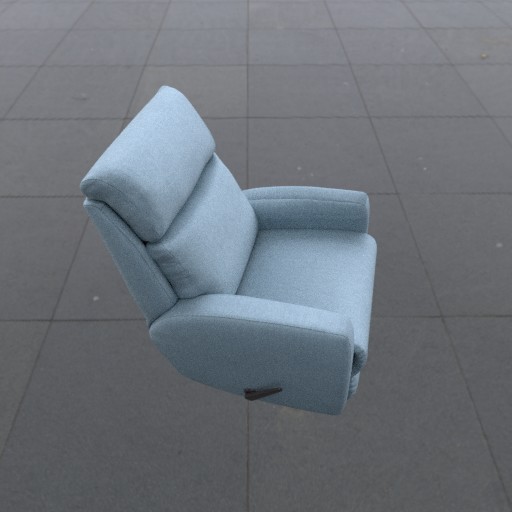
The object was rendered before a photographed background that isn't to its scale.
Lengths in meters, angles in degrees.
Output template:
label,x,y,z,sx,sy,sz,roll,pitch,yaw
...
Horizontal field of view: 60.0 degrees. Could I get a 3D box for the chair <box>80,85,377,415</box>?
label,x,y,z,sx,sy,sz,roll,pitch,yaw
chair,0.000,0.000,1.698,0.940,1.013,0.812,10,47,10
